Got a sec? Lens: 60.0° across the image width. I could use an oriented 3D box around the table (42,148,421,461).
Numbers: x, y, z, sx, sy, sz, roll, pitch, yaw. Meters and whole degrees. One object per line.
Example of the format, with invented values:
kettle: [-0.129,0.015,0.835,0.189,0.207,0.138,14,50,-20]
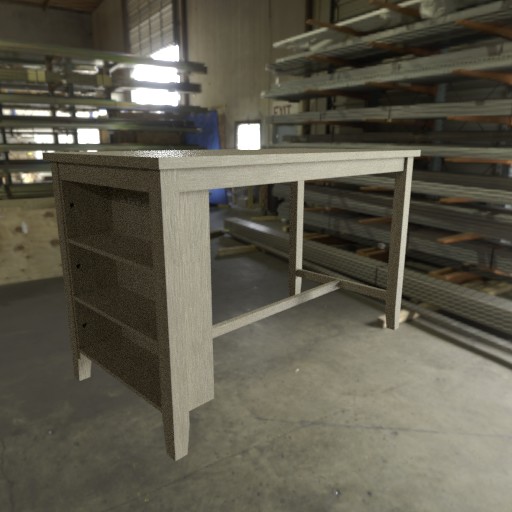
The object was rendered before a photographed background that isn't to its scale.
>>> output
table: [0.000,0.000,1.896,0.729,0.874,1.397,14,20,43]
